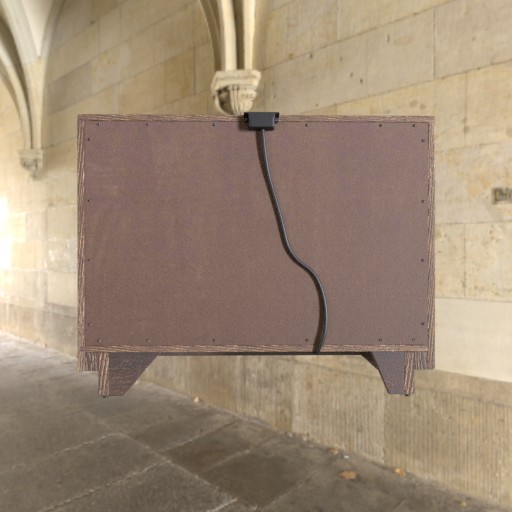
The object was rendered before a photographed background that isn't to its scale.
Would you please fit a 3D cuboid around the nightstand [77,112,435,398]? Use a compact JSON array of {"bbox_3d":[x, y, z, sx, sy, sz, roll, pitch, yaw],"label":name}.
[{"bbox_3d":[0.000,0.000,1.164,0.775,0.612,0.457,0,0,-1],"label":"nightstand"}]
